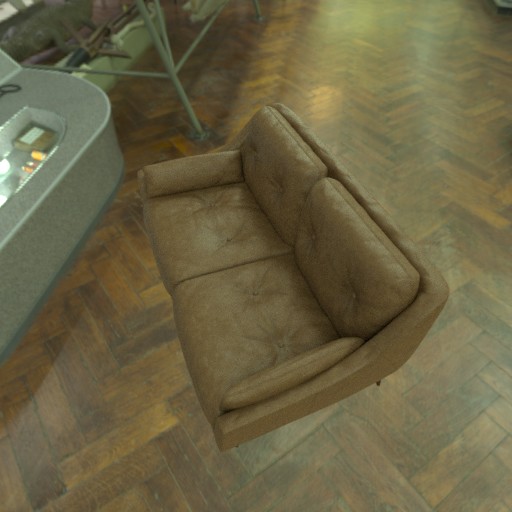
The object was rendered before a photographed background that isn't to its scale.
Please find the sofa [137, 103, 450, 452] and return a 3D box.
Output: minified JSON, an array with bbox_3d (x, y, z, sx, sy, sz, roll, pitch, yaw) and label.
[{"bbox_3d":[0.000,0.000,2.296,0.981,0.886,1.731,-15,47,-14],"label":"sofa"}]
